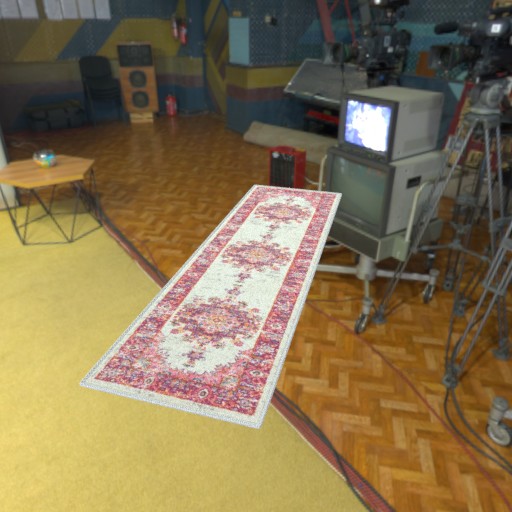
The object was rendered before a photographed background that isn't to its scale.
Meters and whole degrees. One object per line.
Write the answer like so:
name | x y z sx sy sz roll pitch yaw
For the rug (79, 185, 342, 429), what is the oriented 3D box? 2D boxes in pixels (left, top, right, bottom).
rug | 0.000 0.000 2.005 0.562 0.009 1.824 8 30 14
